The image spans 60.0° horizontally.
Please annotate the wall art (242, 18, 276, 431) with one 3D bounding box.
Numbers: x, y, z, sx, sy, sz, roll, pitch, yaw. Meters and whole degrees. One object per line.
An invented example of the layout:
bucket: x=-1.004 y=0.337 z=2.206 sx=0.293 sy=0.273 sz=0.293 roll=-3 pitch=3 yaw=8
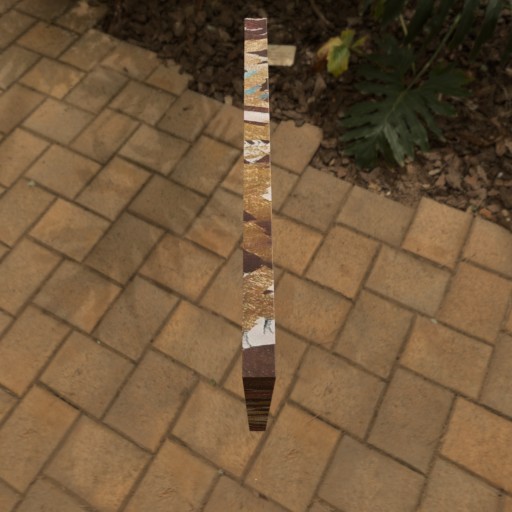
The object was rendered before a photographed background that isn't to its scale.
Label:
wall art: x=0.000 y=0.000 z=0.900 sx=0.041 sy=0.613 sz=0.609 roll=0 pitch=63 yaw=0
